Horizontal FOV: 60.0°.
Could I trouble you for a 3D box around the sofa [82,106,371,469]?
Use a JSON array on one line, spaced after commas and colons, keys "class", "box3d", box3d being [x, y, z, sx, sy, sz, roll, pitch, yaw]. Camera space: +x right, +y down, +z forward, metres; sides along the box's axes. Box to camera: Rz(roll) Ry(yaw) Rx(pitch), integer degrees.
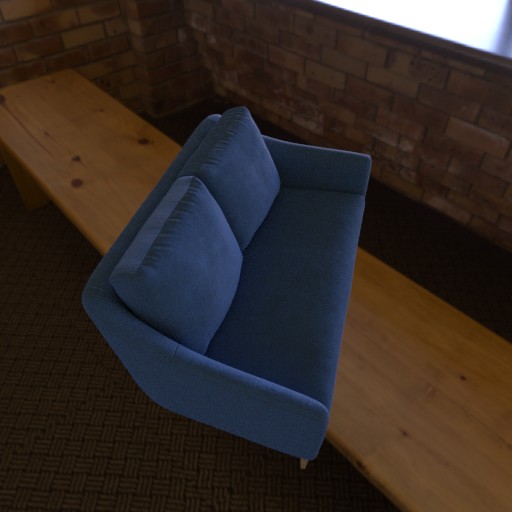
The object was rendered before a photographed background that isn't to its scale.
[{"class": "sofa", "box3d": [0.000, 0.000, 2.178, 0.960, 0.902, 1.619, 11, 47, 11]}]
